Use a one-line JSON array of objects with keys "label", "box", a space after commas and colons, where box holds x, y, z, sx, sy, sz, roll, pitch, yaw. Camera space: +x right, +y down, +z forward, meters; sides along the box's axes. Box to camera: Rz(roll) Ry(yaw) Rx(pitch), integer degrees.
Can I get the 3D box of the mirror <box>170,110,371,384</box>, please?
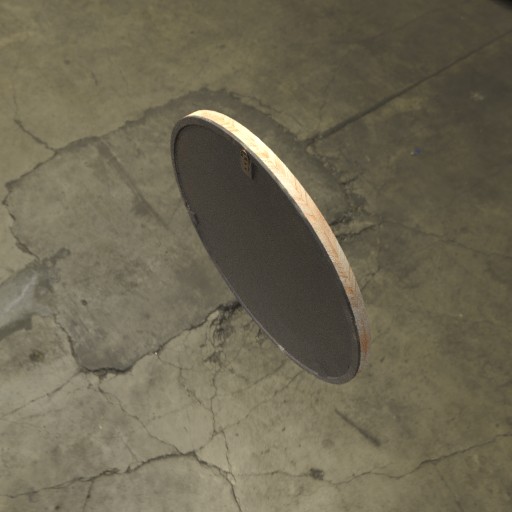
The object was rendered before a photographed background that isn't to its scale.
[{"label": "mirror", "box": [0.000, 0.000, 1.070, 0.038, 0.710, 0.710, -33, 64, -18]}]
